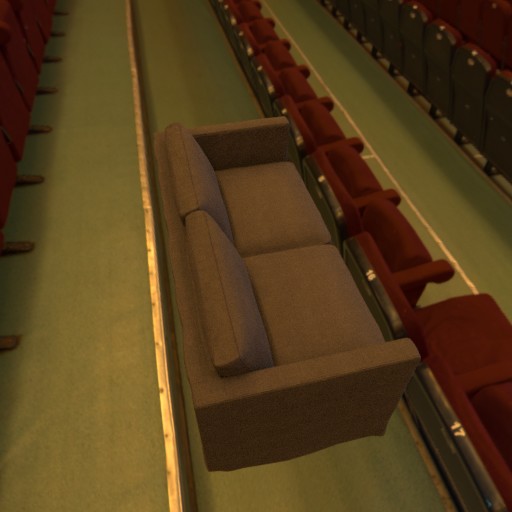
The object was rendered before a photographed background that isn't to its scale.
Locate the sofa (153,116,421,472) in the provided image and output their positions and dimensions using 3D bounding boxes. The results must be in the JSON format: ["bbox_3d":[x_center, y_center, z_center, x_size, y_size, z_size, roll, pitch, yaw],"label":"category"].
[{"bbox_3d":[0.000,0.000,2.541,0.953,0.855,1.982,-10,47,-9],"label":"sofa"}]
